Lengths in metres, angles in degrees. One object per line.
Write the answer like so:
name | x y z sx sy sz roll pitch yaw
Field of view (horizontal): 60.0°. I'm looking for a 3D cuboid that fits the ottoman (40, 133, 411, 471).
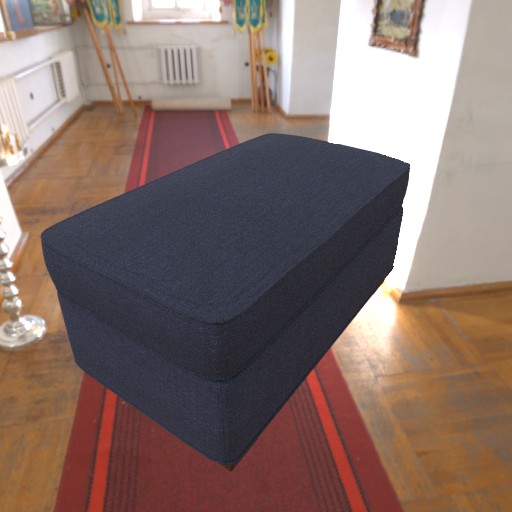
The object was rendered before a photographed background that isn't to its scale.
ottoman | 0.000 0.000 1.173 0.505 0.453 0.895 21 38 29
